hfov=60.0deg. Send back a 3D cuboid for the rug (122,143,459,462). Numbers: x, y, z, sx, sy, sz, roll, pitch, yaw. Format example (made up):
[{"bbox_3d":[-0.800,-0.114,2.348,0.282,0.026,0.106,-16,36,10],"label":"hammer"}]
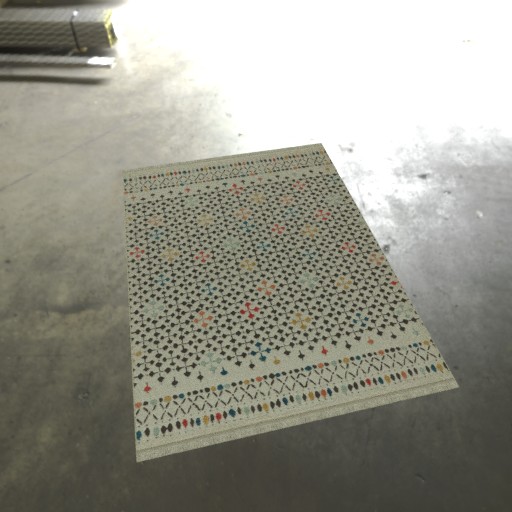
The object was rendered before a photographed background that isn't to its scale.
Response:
[{"bbox_3d":[0.000,0.000,4.135,2.354,0.007,3.196,-10,49,-9],"label":"rug"}]
